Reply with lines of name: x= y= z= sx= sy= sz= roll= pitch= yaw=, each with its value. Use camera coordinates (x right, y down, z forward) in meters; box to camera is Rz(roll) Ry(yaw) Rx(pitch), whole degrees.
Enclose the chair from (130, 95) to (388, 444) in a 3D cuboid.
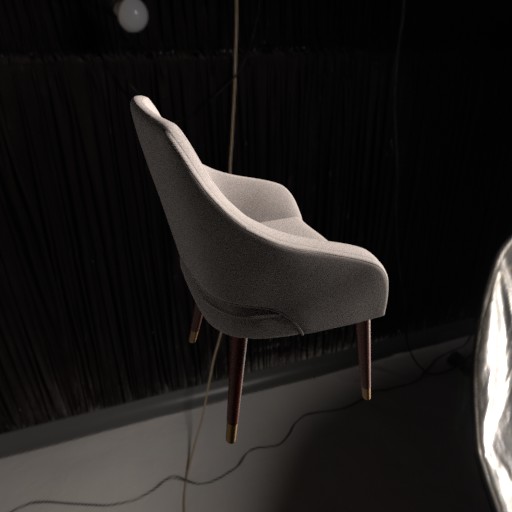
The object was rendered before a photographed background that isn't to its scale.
chair: x=0.000 y=0.000 z=1.308 sx=0.600 sy=0.889 sz=0.609 roll=-10 pitch=29 yaw=-18
